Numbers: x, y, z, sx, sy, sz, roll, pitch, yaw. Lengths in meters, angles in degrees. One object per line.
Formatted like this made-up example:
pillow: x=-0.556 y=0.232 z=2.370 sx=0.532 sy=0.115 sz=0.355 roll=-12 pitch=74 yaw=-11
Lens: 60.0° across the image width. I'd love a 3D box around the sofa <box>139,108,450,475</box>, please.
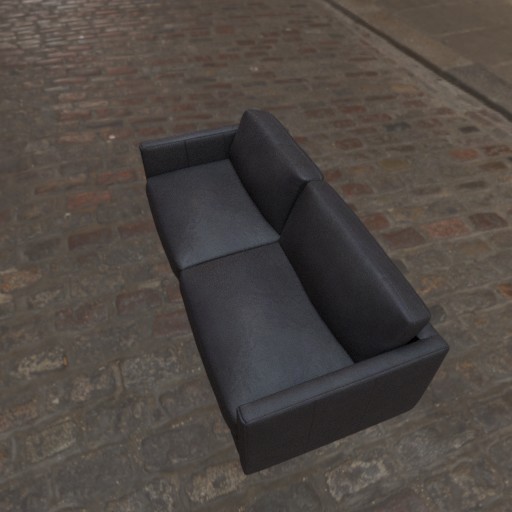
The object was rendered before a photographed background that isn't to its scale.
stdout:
sofa: x=0.000 y=0.000 z=2.448 sx=0.933 sy=0.863 sz=1.971 roll=-15 pitch=48 yaw=-14
